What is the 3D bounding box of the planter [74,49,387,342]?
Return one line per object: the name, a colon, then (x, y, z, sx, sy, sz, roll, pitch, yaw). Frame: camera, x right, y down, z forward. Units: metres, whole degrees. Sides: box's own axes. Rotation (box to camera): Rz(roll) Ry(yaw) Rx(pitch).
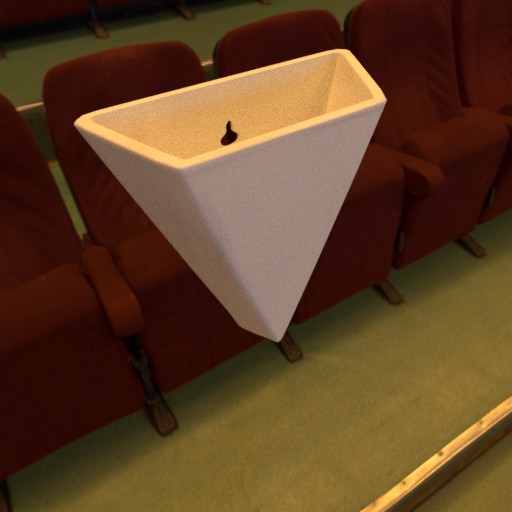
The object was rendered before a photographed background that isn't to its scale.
planter: (0.000, 0.000, 0.269, 0.150, 0.197, 0.060, -24, 50, -22)
